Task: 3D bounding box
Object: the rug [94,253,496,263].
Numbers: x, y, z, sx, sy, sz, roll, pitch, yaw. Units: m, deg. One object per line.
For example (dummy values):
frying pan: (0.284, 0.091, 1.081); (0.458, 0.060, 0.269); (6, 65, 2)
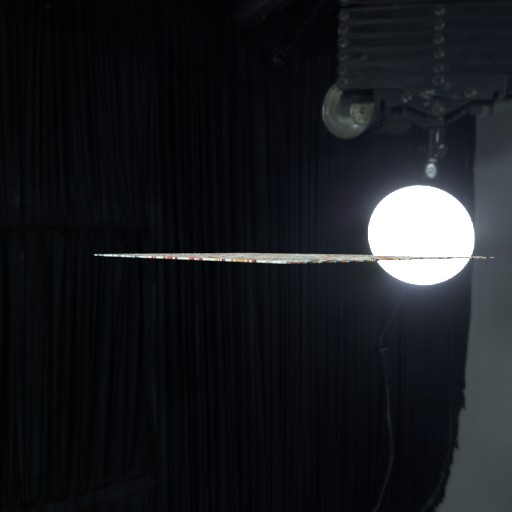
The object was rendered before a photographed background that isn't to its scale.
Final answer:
rug: (0.000, 0.000, 3.126); (1.523, 0.010, 2.584); (-1, 1, -36)
